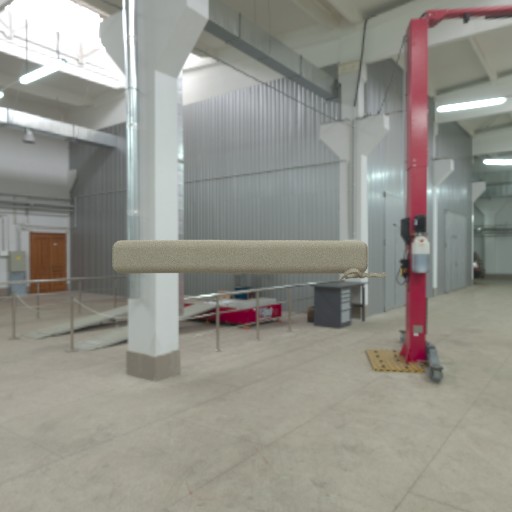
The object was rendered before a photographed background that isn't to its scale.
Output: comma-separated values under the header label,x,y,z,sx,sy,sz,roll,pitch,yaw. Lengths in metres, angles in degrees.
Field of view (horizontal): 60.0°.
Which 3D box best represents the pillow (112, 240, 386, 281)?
label,x,y,z,sx,sy,sz,roll,pitch,yaw
pillow,0.000,0.000,1.345,0.492,0.081,1.187,0,1,1
